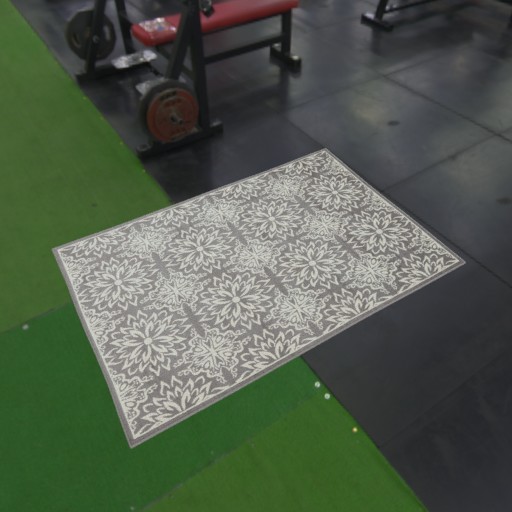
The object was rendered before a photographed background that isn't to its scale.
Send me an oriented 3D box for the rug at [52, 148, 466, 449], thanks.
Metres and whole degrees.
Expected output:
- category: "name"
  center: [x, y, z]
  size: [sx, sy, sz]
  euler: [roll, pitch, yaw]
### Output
- category: "rug"
  center: [0.000, 0.000, 2.363]
  size: [1.847, 0.012, 1.224]
  euler: [-24, 52, -20]
